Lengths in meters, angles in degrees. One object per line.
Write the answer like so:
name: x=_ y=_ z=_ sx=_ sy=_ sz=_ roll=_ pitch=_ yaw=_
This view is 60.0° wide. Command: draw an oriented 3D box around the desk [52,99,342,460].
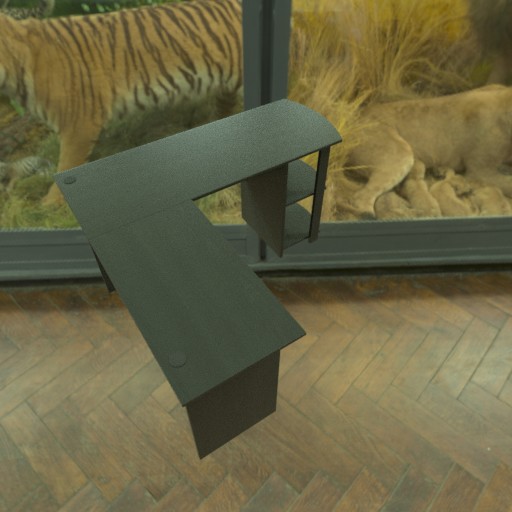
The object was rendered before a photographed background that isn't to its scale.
desk: x=0.000 y=0.000 z=2.155 sx=1.361 sy=0.716 sz=1.303 roll=-26 pitch=52 yaw=-22
